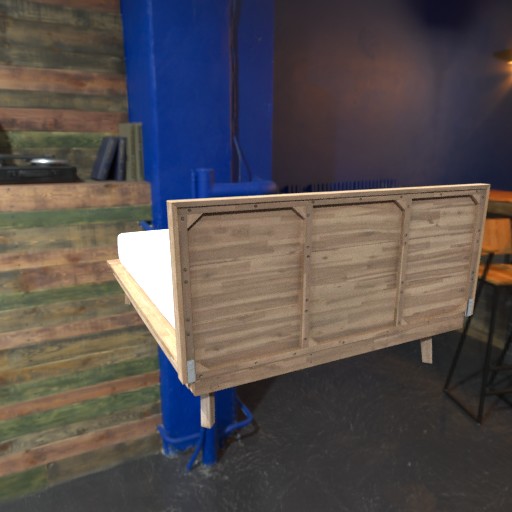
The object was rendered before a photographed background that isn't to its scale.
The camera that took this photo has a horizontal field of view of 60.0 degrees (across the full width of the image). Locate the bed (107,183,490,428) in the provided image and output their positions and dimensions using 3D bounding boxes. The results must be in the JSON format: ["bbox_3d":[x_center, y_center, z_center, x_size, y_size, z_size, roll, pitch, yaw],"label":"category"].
[{"bbox_3d":[0.000,0.000,3.056,1.759,1.071,2.145,-7,15,-26],"label":"bed"}]
